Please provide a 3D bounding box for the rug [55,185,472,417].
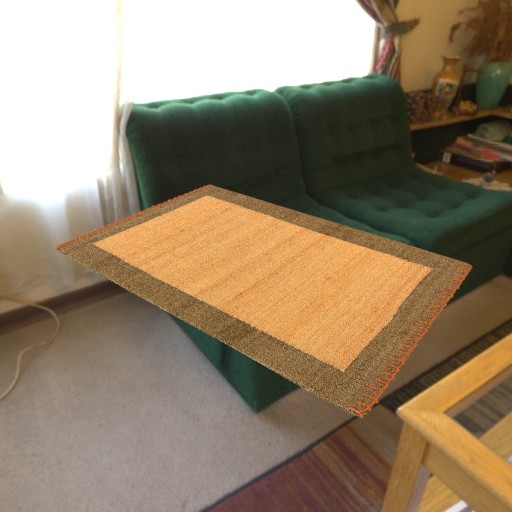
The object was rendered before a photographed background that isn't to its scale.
[{"bbox_3d":[0.000,0.000,2.300,1.838,0.019,1.220,22,36,33],"label":"rug"}]
